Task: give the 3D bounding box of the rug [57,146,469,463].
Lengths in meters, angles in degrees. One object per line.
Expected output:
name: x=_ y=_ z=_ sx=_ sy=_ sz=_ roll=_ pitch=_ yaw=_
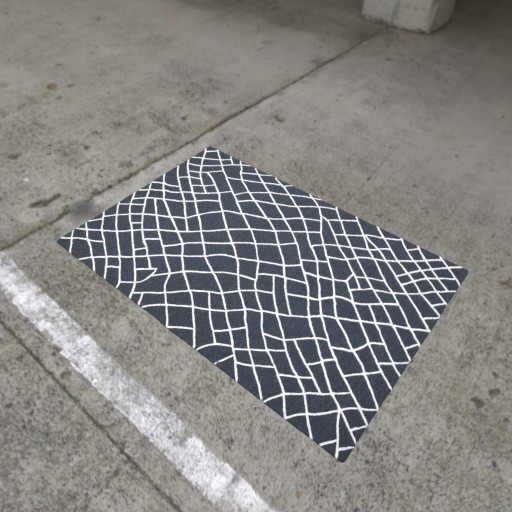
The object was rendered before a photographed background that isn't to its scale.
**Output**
rug: x=0.000 y=0.000 z=2.343 sx=1.830 sy=0.013 sz=1.223 roll=31 pitch=54 yaw=26
